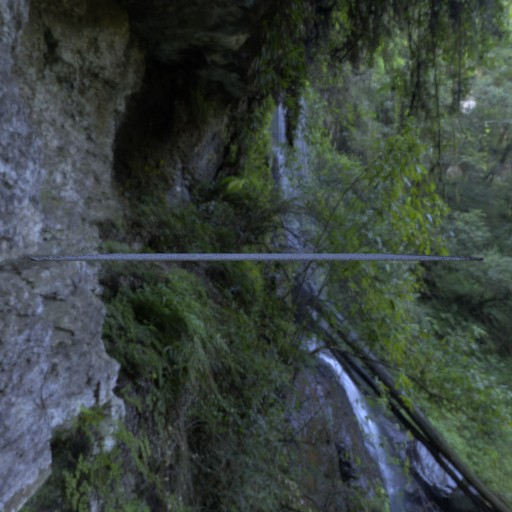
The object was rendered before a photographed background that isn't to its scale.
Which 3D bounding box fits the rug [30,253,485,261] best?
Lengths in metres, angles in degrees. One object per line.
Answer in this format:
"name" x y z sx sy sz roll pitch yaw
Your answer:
"rug" 0.000 0.000 3.056 2.312 0.017 1.613 0 1 -1
